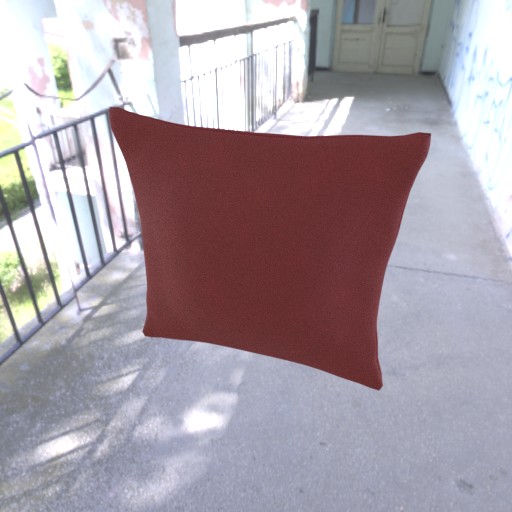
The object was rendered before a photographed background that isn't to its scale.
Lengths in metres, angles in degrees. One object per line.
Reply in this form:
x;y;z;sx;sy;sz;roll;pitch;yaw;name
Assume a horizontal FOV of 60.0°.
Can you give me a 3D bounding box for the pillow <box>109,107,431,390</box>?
0.000;0.000;0.676;0.435;0.416;0.151;9;32;15;pillow
